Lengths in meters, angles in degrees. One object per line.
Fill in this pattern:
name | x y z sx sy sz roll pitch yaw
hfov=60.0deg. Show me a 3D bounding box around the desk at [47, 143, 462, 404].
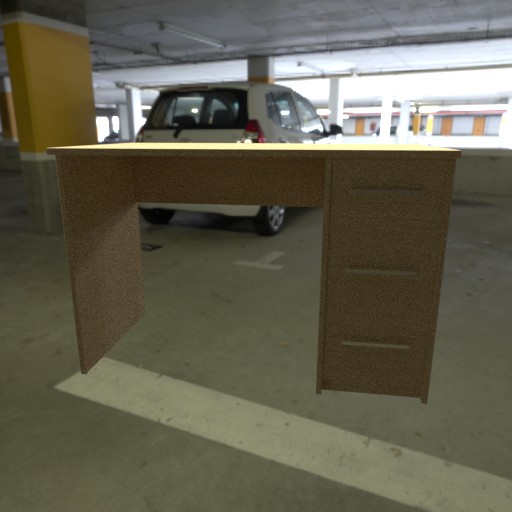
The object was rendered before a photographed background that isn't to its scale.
desk | 0.000 0.000 1.521 1.097 0.735 0.560 2 16 8
